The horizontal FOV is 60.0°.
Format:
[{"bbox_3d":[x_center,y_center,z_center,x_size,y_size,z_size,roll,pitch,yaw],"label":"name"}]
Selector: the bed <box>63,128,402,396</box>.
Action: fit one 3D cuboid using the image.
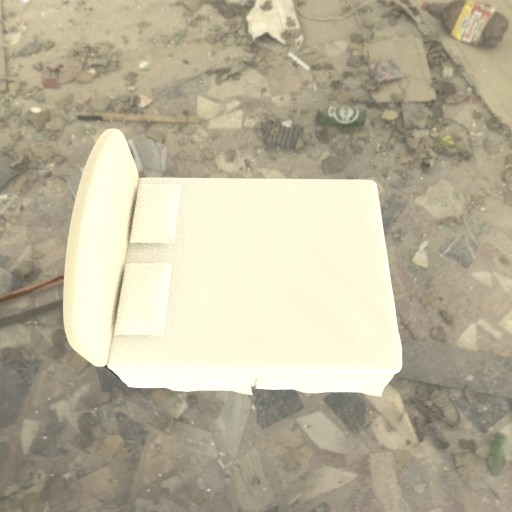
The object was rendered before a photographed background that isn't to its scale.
[{"bbox_3d":[0.000,0.000,3.067,2.005,1.410,1.607,1,62,0],"label":"bed"}]
